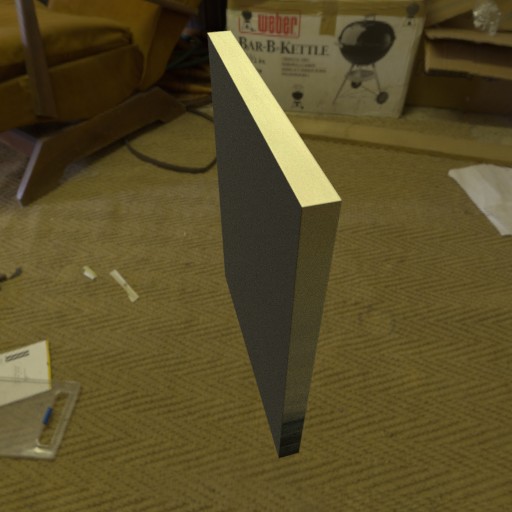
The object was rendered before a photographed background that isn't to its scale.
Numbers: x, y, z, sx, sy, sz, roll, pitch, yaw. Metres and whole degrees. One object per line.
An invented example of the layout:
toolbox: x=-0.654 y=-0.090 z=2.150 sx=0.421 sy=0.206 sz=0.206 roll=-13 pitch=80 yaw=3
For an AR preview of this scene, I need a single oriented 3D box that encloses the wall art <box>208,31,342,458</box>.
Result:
wall art: x=0.000 y=0.000 z=0.802 sx=0.040 sy=0.608 sz=0.489 roll=-11 pitch=46 yaw=-11
